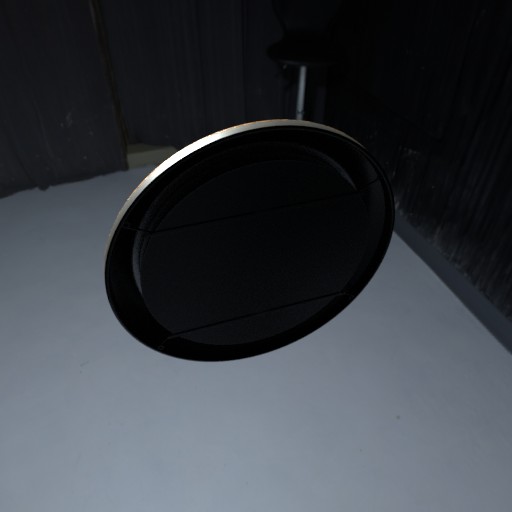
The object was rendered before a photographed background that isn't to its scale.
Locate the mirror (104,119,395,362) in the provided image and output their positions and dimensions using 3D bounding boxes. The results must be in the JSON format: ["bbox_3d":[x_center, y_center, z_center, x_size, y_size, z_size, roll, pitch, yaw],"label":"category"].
[{"bbox_3d":[0.000,0.000,1.389,0.907,0.907,0.111,-12,43,-14],"label":"mirror"}]
